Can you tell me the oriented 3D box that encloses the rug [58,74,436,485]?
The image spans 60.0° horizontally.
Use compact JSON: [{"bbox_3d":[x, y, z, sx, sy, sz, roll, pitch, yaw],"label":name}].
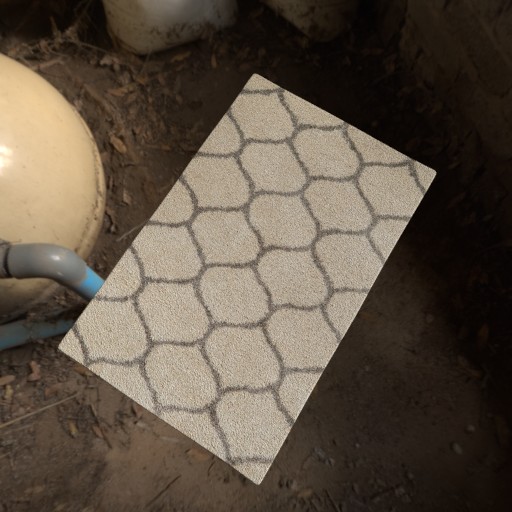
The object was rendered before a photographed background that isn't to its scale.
[{"bbox_3d":[0.000,0.000,2.939,1.501,0.024,2.348,31,78,7],"label":"rug"}]
